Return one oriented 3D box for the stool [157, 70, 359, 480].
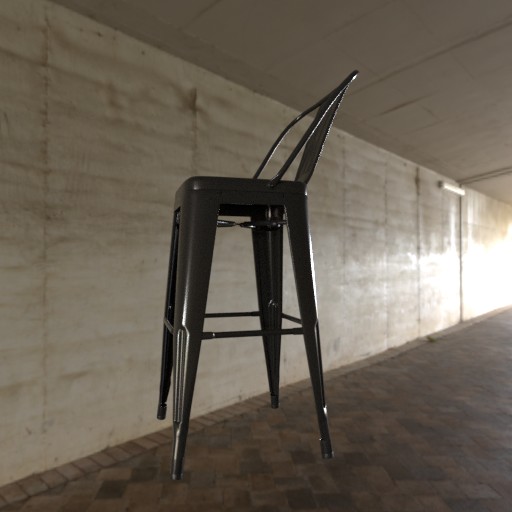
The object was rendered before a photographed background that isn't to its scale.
[{"bbox_3d":[0.000,0.000,1.274,0.528,1.022,0.432,0,0,-17],"label":"stool"}]
